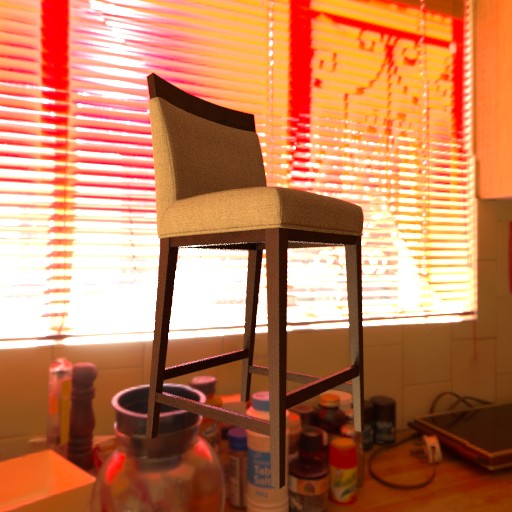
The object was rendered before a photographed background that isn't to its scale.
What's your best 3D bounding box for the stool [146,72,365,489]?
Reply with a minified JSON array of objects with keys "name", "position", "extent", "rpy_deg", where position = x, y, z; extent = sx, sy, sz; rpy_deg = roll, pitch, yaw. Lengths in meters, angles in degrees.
[{"name":"stool","position":[0.000,0.000,1.275],"extent":[0.480,1.011,0.463],"rpy_deg":[-1,-1,38]}]
